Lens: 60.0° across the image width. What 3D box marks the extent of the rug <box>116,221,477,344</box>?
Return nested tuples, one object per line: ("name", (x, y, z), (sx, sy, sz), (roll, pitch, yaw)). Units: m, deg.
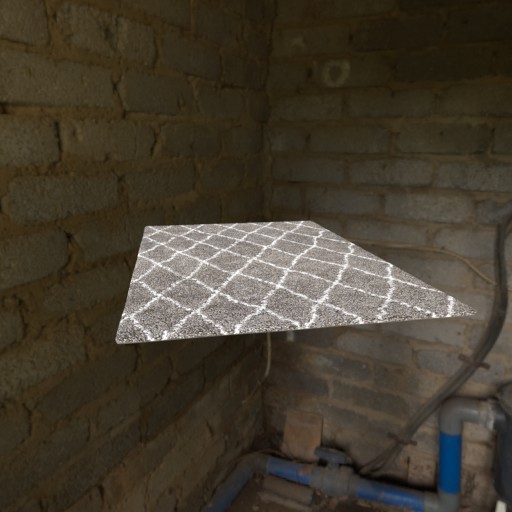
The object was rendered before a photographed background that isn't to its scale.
("rug", (0.000, 0.000, 3.393), (1.778, 0.030, 2.743), (-3, 15, -11))
